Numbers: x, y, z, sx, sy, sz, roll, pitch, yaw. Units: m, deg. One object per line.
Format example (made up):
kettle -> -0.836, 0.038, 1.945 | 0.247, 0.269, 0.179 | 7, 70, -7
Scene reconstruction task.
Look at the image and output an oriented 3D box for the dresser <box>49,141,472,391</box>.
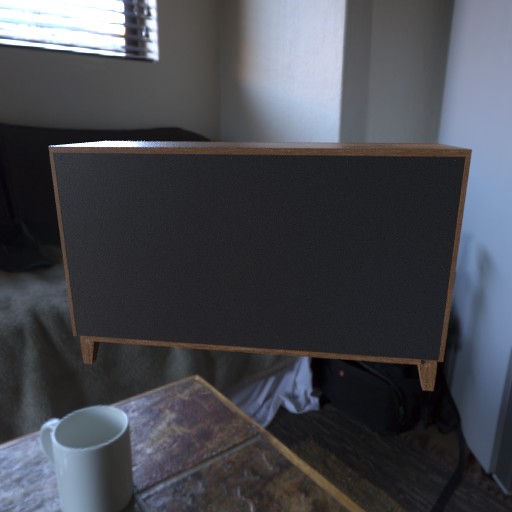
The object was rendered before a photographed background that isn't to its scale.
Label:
dresser -> 0.000, 0.000, 1.786 | 1.400, 0.873, 0.446 | 2, 17, 8
